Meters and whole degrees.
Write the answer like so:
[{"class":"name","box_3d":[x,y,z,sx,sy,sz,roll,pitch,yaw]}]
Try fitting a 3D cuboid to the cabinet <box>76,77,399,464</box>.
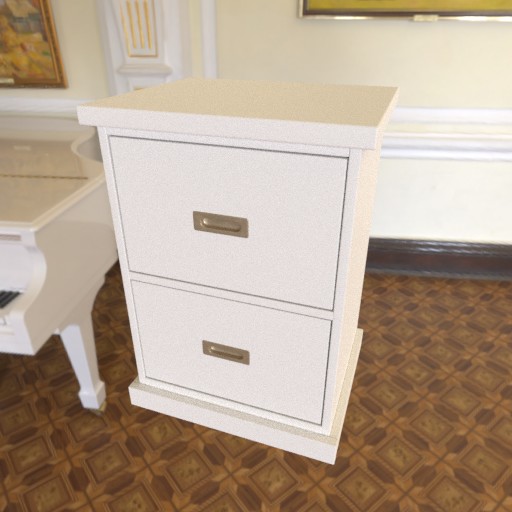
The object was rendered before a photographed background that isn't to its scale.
[{"class":"cabinet","box_3d":[0.000,0.000,1.048,0.520,0.723,0.431,10,30,17]}]
